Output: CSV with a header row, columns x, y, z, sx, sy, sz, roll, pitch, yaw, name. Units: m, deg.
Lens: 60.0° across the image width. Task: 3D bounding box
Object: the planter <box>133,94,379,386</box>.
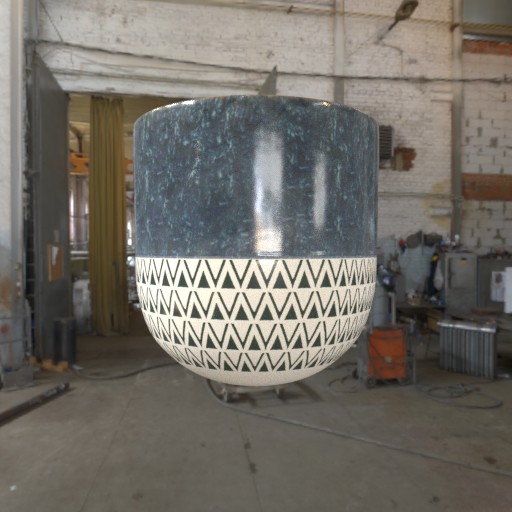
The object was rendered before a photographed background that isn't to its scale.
x,y,z,sx,sy,sz,roll,pitch,yaw,name
0.000,0.000,0.498,0.266,0.270,0.266,0,1,0,planter
